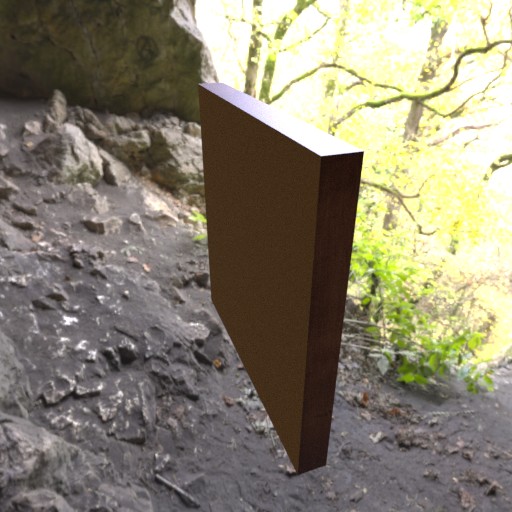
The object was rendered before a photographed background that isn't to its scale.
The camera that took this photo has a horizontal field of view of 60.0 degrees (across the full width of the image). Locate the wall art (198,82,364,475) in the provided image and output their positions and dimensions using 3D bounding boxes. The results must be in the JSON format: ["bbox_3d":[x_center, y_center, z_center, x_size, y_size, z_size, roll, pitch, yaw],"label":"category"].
[{"bbox_3d":[0.000,0.000,0.595,0.038,0.385,0.386,-10,31,-18],"label":"wall art"}]
